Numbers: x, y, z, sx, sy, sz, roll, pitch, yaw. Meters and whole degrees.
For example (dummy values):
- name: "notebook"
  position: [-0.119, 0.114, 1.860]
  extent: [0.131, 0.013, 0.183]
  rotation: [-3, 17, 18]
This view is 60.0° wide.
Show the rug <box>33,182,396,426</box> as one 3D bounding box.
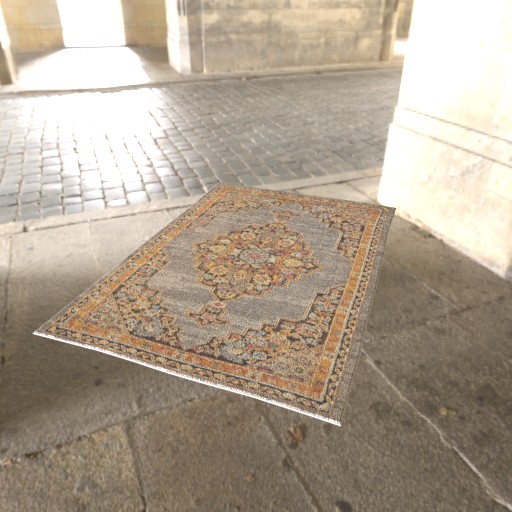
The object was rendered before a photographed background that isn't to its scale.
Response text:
- name: "rug"
  position: [0.000, 0.000, 3.966]
  extent: [2.158, 0.024, 3.063]
  rotation: [11, 32, 18]
